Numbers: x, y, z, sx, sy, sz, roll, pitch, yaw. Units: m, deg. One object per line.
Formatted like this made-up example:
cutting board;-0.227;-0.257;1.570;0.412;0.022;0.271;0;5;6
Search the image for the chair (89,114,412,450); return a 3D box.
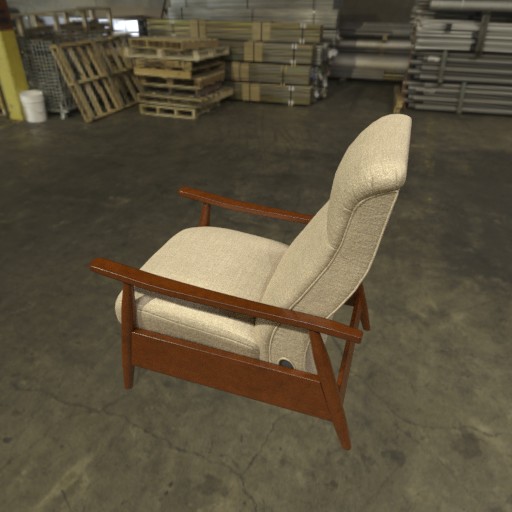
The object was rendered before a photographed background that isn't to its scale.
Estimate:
chair;0.000;0.000;1.787;1.014;1.082;0.762;10;33;15
